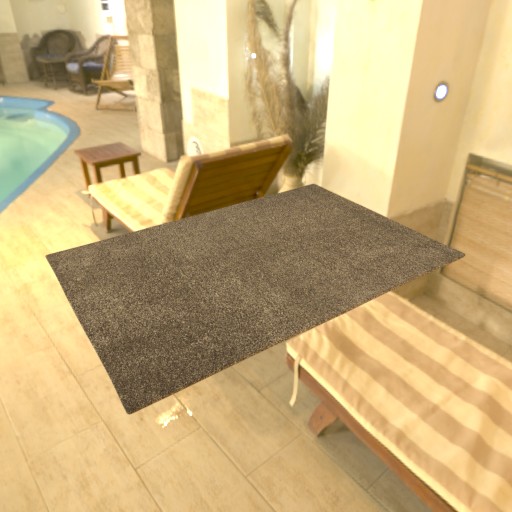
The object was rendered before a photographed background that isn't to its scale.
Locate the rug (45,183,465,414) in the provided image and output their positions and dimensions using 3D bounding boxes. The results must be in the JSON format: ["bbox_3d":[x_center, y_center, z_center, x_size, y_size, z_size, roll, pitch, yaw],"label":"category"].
[{"bbox_3d":[0.000,0.000,3.417,2.699,0.026,1.802,-19,35,-29],"label":"rug"}]
